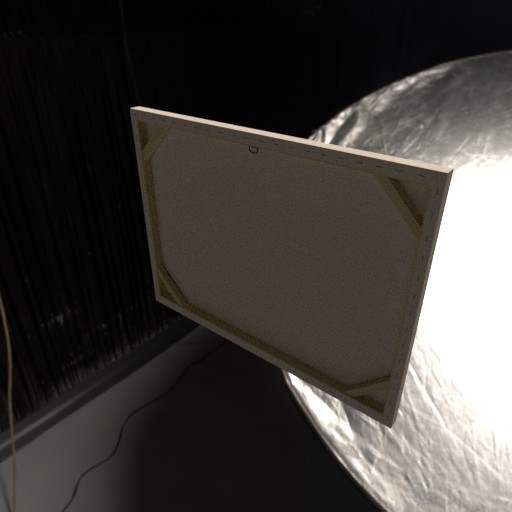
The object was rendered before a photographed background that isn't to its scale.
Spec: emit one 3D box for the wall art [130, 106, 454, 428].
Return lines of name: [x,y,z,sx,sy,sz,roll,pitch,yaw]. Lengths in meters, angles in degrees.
wall art: [0.000,0.000,1.368,1.016,0.762,0.038,21,36,33]
